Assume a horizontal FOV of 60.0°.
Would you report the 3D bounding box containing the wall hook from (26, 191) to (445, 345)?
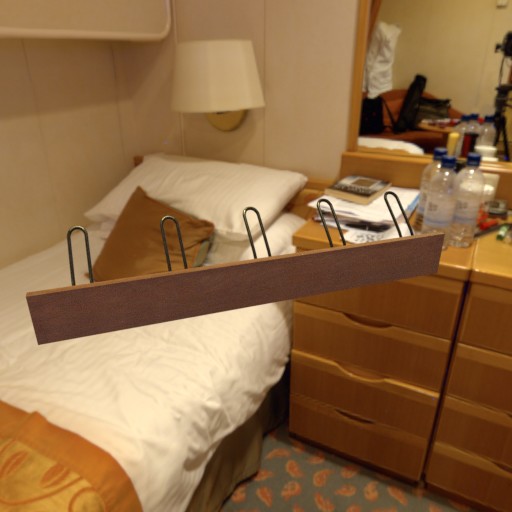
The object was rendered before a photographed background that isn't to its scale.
[{"bbox_3d":[0.000,0.000,0.599,0.554,0.116,0.076,-8,26,-17],"label":"wall hook"}]
